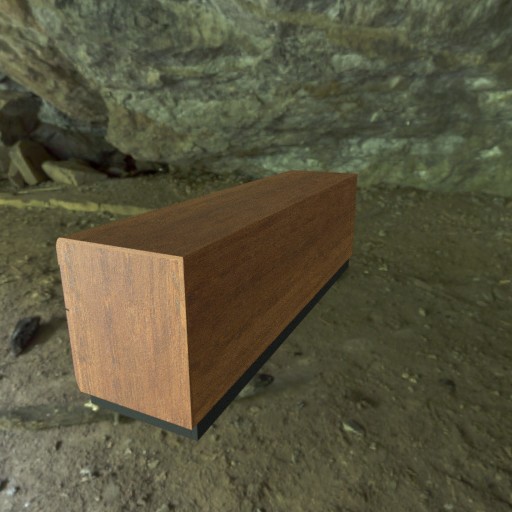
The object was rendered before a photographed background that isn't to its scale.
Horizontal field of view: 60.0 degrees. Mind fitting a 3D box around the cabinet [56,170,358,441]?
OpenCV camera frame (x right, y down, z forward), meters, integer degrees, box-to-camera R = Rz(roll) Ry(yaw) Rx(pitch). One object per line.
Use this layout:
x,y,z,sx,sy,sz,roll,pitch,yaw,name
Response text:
0.000,0.000,1.808,0.419,0.510,1.600,8,19,24,cabinet
